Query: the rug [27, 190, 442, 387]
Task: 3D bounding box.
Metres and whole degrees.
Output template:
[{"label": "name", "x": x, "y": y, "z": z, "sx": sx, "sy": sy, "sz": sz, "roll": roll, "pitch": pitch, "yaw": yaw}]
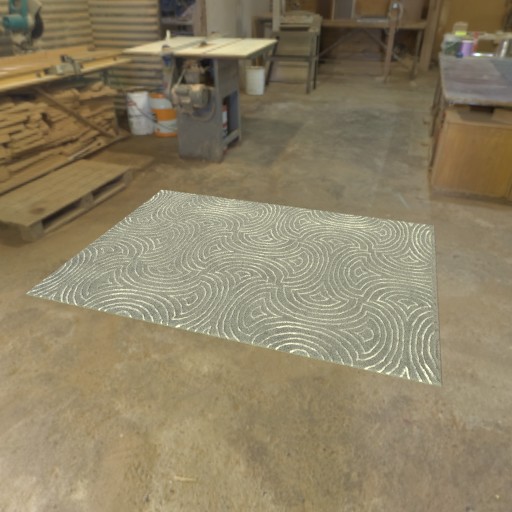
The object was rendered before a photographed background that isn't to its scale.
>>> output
[{"label": "rug", "x": 0.000, "y": 0.000, "z": 2.774, "sx": 2.144, "sy": 0.015, "sz": 1.543, "roll": 9, "pitch": 32, "yaw": 15}]
